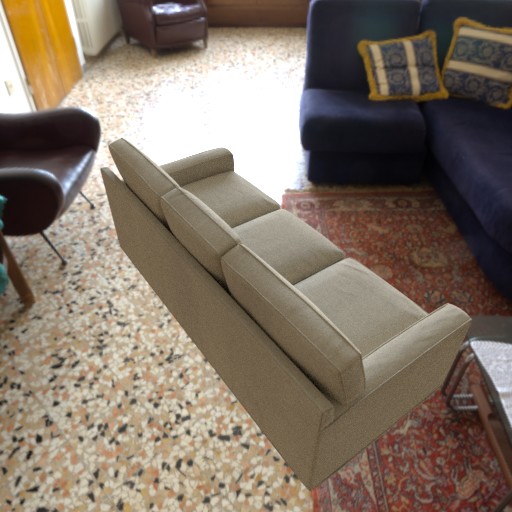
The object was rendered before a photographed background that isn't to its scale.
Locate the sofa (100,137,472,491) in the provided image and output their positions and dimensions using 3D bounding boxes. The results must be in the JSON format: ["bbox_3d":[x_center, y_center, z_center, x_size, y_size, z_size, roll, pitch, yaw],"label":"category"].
[{"bbox_3d":[0.000,0.000,2.504,0.936,0.862,2.093,-25,46,-26],"label":"sofa"}]
